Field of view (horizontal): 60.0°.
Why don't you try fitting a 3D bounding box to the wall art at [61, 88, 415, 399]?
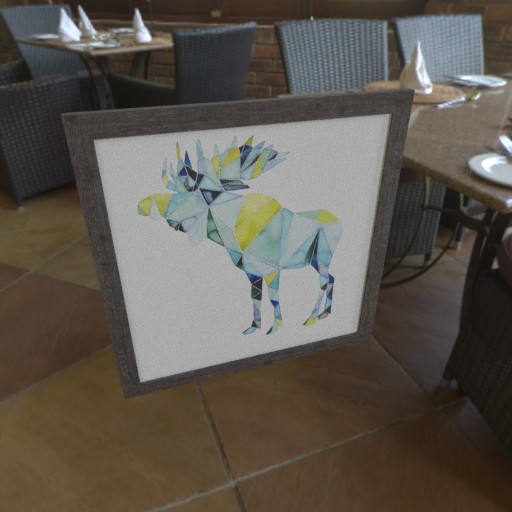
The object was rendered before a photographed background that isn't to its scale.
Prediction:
[{"bbox_3d":[0.000,0.000,0.675,0.457,0.457,0.013,-10,33,-15],"label":"wall art"}]
